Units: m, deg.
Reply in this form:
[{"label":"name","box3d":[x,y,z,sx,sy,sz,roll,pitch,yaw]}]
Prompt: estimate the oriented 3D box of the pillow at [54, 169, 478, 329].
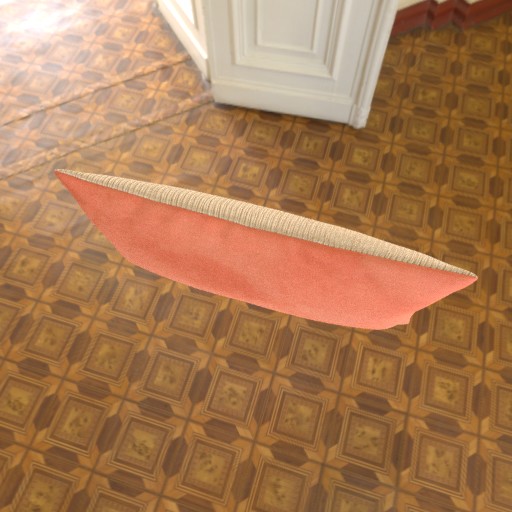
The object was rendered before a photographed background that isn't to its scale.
[{"label":"pillow","box3d":[0.000,0.000,0.753,0.608,0.307,0.155,15,64,8]}]
